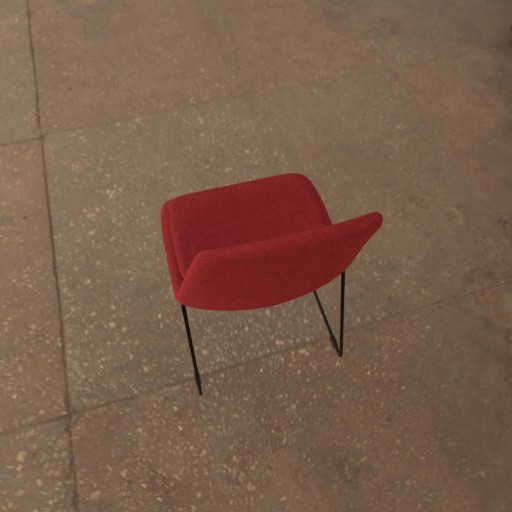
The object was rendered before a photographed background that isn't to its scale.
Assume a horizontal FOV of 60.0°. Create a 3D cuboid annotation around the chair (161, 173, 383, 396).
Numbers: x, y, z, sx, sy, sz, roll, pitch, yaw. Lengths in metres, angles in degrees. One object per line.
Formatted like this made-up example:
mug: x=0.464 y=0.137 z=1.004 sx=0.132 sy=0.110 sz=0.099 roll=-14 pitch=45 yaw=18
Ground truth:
chair: x=0.000 y=0.000 z=1.160 sx=0.479 sy=0.858 sz=0.518 roll=-13 pitch=59 yaw=-8
